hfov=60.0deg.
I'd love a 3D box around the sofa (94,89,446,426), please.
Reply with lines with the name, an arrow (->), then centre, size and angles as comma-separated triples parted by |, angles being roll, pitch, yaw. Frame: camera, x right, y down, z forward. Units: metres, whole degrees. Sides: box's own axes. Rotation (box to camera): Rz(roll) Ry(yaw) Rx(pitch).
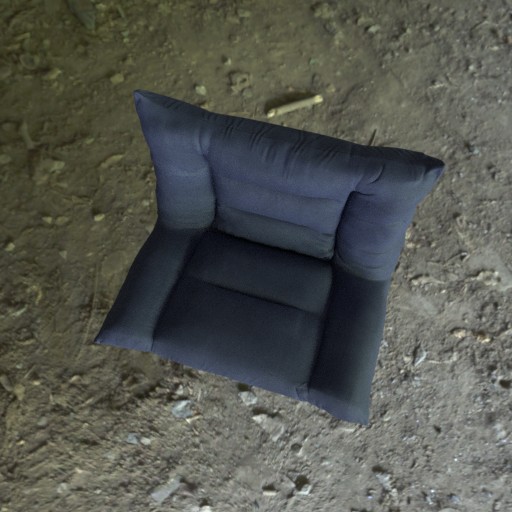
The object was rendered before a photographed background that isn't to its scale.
sofa -> 0.000, 0.000, 1.679 | 1.122, 0.778, 0.849 | 15, 60, 9
